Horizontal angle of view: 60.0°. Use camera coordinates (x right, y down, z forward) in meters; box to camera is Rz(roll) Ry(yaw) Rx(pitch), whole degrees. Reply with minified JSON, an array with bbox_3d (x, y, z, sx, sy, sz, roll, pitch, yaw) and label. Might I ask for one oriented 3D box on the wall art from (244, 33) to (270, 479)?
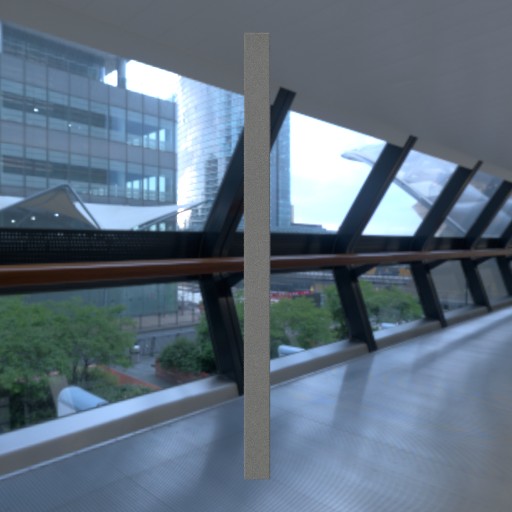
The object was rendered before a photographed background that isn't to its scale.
[{"bbox_3d":[0.000,0.000,0.855,0.037,0.606,0.508,0,0,-1],"label":"wall art"}]
